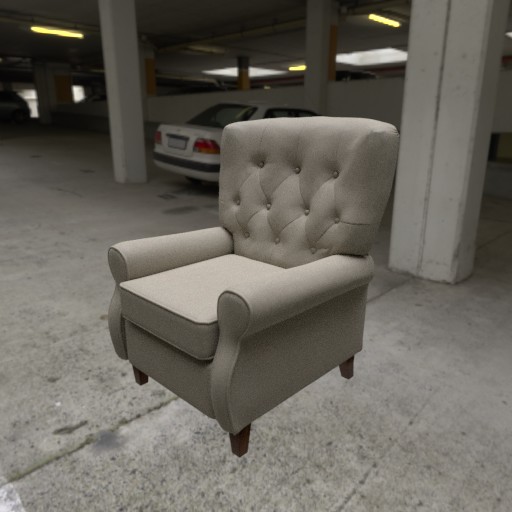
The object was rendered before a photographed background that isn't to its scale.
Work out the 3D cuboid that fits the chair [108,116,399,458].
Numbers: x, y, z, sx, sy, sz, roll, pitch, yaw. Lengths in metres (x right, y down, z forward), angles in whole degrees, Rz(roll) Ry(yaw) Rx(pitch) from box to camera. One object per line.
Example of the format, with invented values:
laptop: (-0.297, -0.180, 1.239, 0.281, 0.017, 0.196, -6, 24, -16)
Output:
chair: (0.000, 0.000, 1.917, 0.943, 1.158, 1.059, 16, 23, 42)
